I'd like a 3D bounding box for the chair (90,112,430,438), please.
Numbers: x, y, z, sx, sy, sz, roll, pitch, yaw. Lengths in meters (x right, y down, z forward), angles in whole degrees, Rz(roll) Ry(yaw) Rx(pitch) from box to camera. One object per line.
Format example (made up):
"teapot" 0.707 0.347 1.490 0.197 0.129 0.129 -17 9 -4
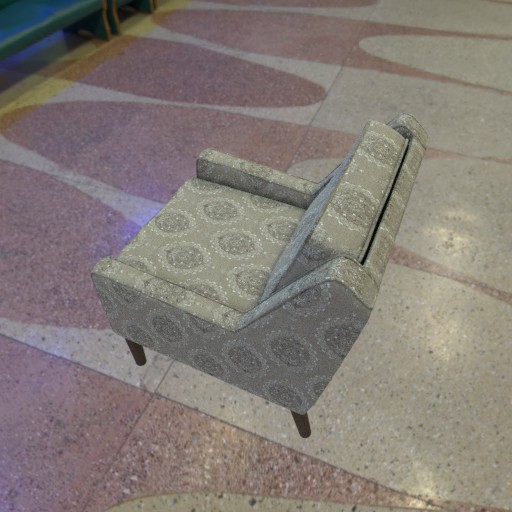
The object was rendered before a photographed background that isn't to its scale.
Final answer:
"chair" 0.000 0.000 1.347 0.750 0.797 0.665 18 50 16
